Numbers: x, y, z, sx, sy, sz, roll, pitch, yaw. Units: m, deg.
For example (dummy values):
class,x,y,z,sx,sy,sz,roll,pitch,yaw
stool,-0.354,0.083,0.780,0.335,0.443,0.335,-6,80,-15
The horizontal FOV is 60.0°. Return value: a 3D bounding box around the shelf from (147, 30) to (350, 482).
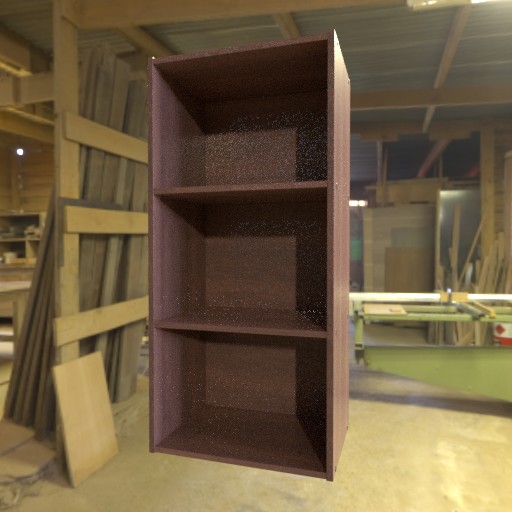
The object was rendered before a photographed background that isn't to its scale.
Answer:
class,x,y,z,sx,sy,sz,roll,pitch,yaw
shelf,0.000,0.000,1.062,0.414,0.879,0.290,0,1,18
